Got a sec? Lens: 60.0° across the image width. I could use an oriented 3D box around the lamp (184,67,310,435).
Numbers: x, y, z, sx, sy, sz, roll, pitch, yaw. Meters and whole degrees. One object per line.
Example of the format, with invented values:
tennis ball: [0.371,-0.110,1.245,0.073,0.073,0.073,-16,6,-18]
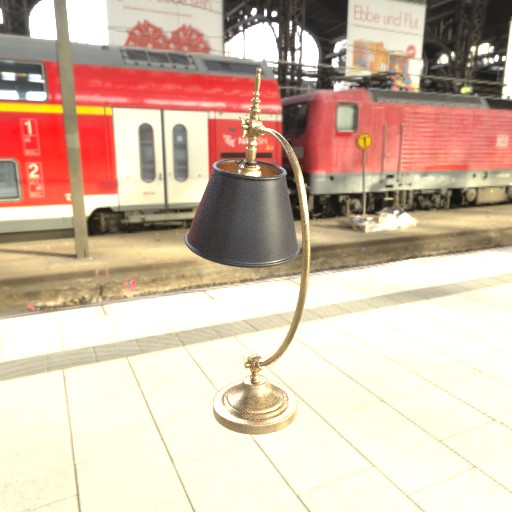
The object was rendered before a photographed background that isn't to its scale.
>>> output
lamp: [0.000,0.000,0.855,0.235,0.675,0.344,-7,15,-27]
